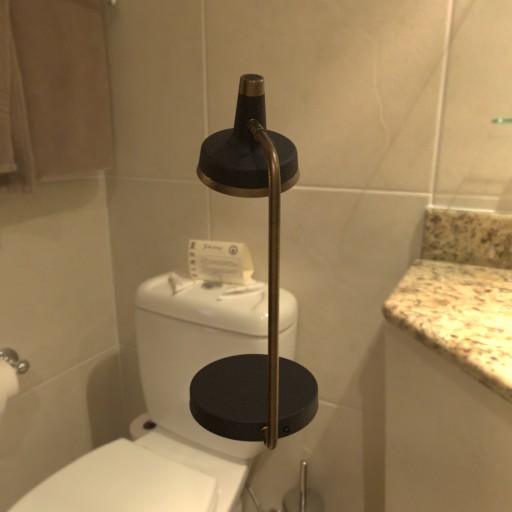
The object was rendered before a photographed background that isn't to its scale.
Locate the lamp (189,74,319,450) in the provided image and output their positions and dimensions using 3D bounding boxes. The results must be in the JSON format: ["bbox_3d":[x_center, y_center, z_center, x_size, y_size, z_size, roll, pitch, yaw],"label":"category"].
[{"bbox_3d":[0.000,0.000,0.495,0.162,0.385,0.218,-2,15,-9],"label":"lamp"}]
